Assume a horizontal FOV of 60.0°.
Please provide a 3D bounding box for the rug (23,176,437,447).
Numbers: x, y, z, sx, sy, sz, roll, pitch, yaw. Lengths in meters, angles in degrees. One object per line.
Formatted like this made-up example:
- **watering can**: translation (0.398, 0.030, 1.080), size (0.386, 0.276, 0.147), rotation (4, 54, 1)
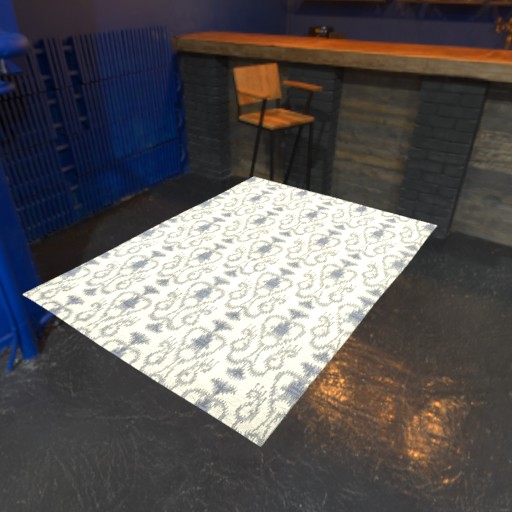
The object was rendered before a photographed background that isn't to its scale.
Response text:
- **rug**: translation (0.000, 0.000, 2.894), size (1.676, 0.013, 2.261), rotation (21, 37, 30)
